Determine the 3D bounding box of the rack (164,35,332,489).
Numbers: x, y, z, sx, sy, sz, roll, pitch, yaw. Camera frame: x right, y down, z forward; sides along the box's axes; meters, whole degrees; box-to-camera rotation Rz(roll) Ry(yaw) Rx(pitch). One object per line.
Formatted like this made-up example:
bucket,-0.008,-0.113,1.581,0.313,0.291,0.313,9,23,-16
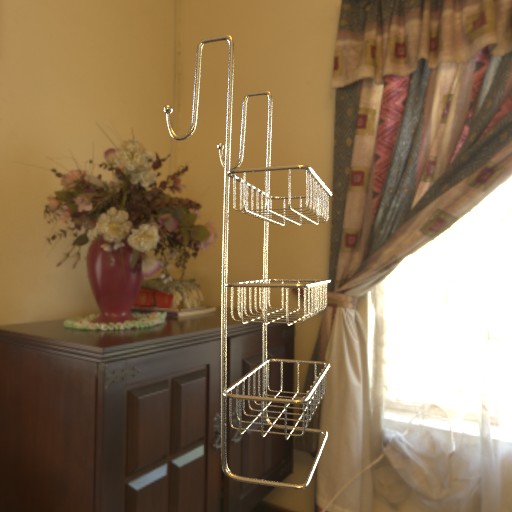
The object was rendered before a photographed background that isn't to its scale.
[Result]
rack,0.000,0.000,0.662,0.202,0.574,0.228,0,-2,17
